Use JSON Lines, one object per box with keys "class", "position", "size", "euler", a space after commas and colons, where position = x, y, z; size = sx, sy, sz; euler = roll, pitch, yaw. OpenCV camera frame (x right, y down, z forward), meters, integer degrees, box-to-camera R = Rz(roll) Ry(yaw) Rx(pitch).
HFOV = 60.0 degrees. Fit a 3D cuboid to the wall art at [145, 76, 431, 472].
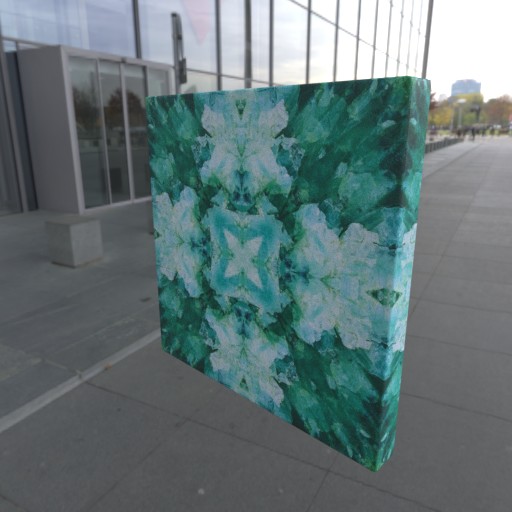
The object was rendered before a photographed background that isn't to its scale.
{"class": "wall art", "position": [0.000, 0.000, 0.446], "size": [0.313, 0.313, 0.033], "euler": [15, 22, 42]}
